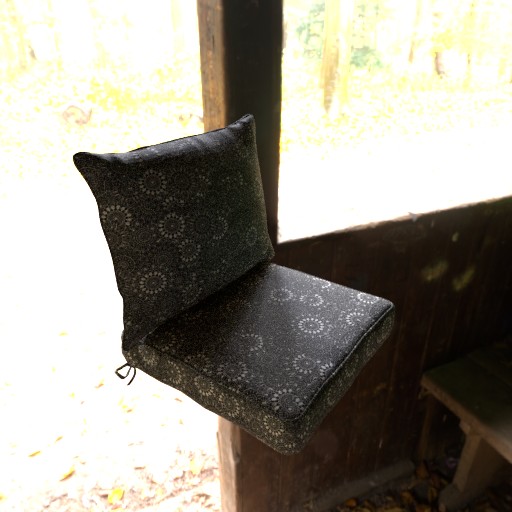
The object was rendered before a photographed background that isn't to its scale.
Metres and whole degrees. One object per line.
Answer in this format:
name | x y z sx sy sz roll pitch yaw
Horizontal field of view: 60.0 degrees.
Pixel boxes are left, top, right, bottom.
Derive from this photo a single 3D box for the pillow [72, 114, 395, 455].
pillow | 0.000 0.000 1.389 0.740 0.722 0.798 18 31 32
